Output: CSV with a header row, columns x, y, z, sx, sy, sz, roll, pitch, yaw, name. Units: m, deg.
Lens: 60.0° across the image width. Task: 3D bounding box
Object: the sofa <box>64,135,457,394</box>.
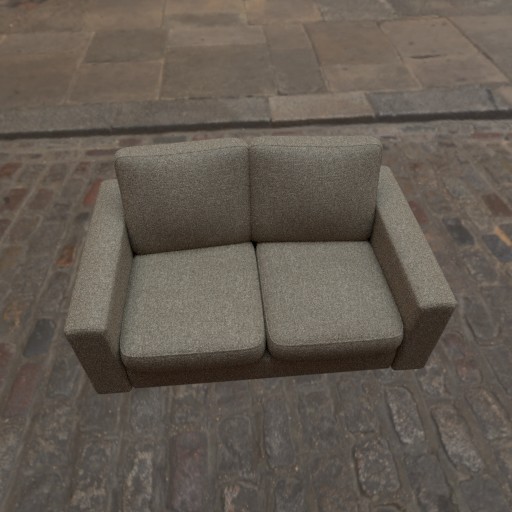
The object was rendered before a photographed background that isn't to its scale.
x,y,z,sx,sy,sz,roll,pitch,yaw,name
0.000,0.000,2.193,1.616,0.873,1.016,-4,47,-3,sofa
